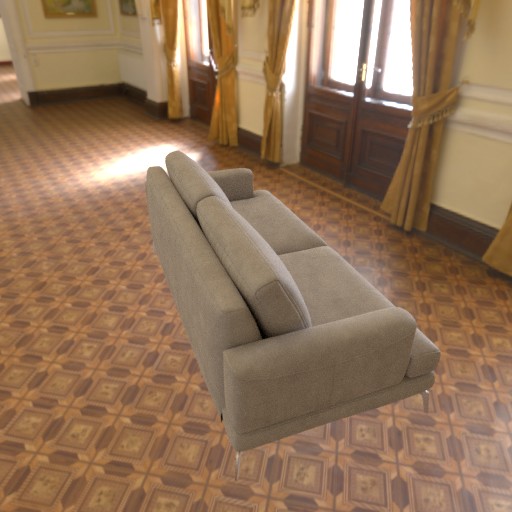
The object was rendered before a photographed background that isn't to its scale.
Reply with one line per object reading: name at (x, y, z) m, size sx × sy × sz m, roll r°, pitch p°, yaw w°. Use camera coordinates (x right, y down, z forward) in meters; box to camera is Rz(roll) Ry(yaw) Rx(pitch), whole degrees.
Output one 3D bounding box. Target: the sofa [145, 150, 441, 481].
sofa at (0.000, 0.000, 2.522) m, size 0.980 × 0.830 × 2.013 m, roll -11°, pitch 32°, yaw -18°
